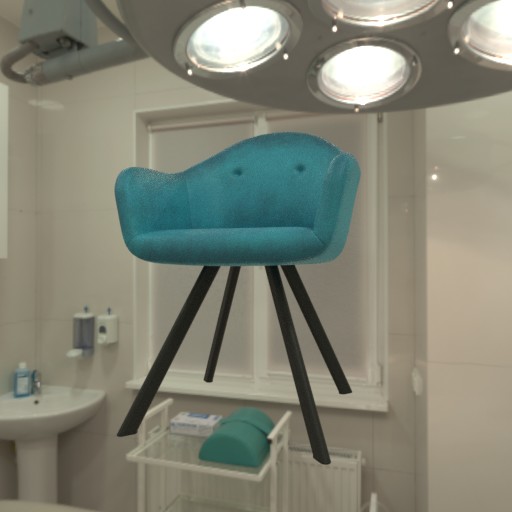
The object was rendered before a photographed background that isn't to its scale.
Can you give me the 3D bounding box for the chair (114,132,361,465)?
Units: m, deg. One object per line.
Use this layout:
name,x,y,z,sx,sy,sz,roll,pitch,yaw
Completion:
chair,0.000,0.000,1.163,0.540,0.780,0.570,0,-1,17
